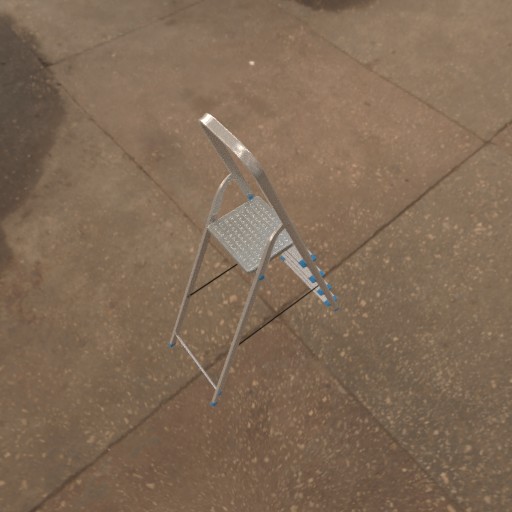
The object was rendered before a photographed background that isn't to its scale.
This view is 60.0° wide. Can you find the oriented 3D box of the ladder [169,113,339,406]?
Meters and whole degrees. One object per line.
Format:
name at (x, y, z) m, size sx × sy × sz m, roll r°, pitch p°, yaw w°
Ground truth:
ladder at (0.000, 0.000, 2.063) m, size 0.990 × 1.648 × 0.468 m, roll -34°, pitch 64°, yaw -19°
